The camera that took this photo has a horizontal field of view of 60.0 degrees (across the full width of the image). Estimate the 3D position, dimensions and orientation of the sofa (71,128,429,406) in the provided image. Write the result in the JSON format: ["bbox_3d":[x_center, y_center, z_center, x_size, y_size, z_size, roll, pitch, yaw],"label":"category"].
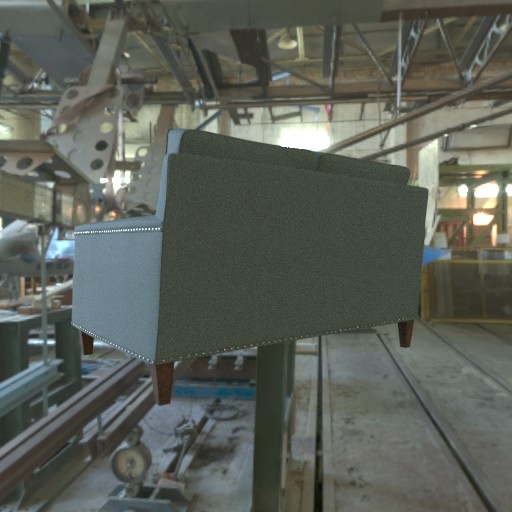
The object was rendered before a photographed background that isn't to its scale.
[{"bbox_3d":[0.000,0.000,2.314,1.597,1.003,1.084,-1,2,-37],"label":"sofa"}]
